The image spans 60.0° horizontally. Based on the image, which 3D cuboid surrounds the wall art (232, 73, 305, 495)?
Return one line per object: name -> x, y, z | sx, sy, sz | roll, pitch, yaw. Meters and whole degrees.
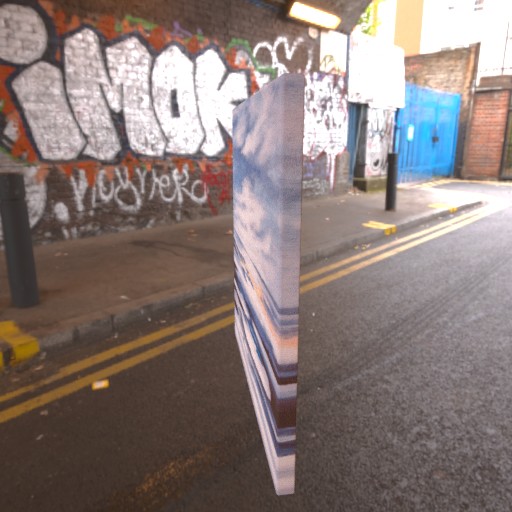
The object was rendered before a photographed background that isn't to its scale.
wall art -> 0.000, 0.000, 1.104 | 0.035, 0.747, 0.747 | -2, 14, -8
